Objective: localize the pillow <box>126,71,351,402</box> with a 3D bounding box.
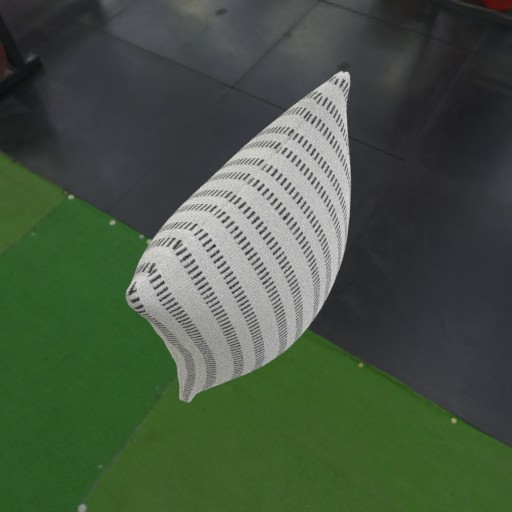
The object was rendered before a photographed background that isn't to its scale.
[{"bbox_3d":[0.000,0.000,0.700,0.247,0.419,0.438,31,63,18],"label":"pillow"}]
